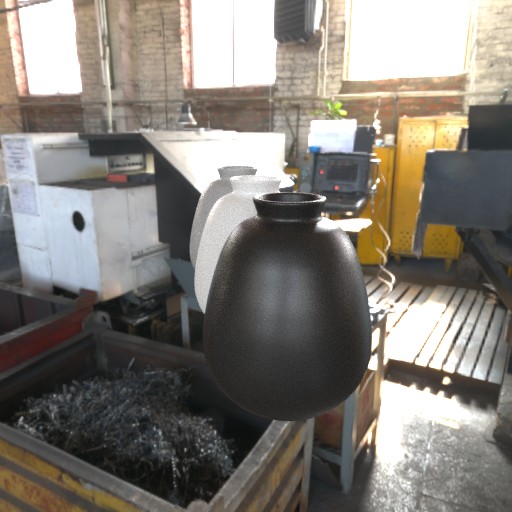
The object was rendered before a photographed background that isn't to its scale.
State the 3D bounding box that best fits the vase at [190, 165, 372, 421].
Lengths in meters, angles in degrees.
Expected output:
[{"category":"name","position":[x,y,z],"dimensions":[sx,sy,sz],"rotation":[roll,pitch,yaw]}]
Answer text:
[{"category":"vase","position":[0.000,0.000,0.349],"dimensions":[0.097,0.122,0.297],"rotation":[-3,16,-10]}]
